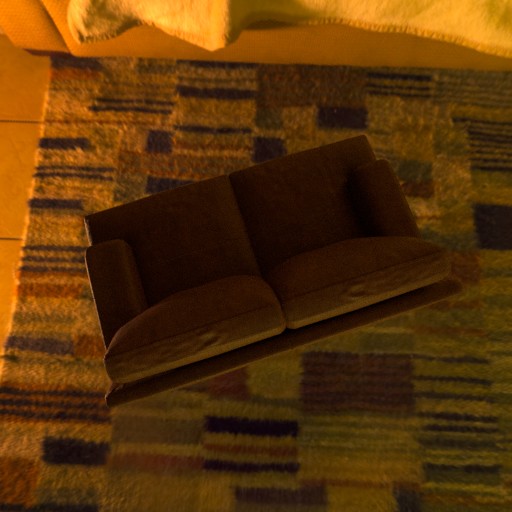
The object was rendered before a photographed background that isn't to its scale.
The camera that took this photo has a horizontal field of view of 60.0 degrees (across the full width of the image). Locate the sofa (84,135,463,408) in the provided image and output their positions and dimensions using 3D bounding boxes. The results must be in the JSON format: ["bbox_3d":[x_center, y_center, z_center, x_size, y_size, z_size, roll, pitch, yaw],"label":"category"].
[{"bbox_3d":[0.000,0.000,2.523,1.880,0.939,1.143,-17,75,-5],"label":"sofa"}]
